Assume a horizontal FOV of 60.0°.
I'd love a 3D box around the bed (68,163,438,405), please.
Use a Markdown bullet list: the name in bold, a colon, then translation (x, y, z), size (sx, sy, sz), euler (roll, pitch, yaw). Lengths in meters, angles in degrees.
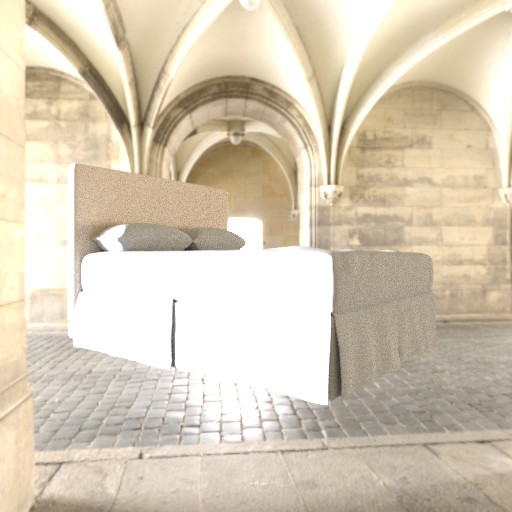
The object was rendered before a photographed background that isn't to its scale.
- **bed**: translation (0.000, 0.000, 3.198), size (2.142, 1.330, 1.748), euler (0, 0, 36)
